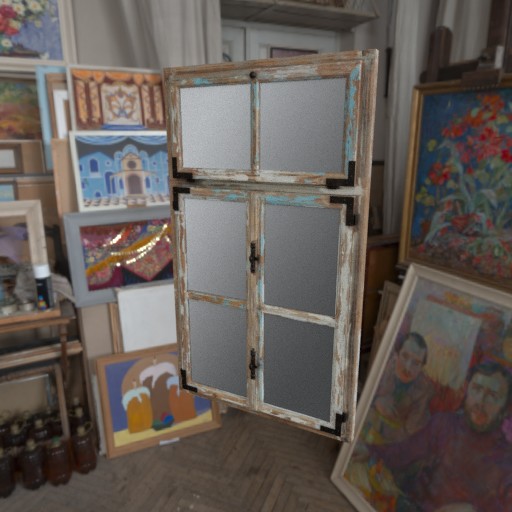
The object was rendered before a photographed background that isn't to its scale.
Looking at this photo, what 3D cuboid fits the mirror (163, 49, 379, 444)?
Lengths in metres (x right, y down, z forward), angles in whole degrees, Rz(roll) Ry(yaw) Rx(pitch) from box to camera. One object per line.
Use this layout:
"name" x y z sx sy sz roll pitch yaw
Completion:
"mirror" 0.000 0.000 1.476 0.707 1.213 0.083 7 16 27
